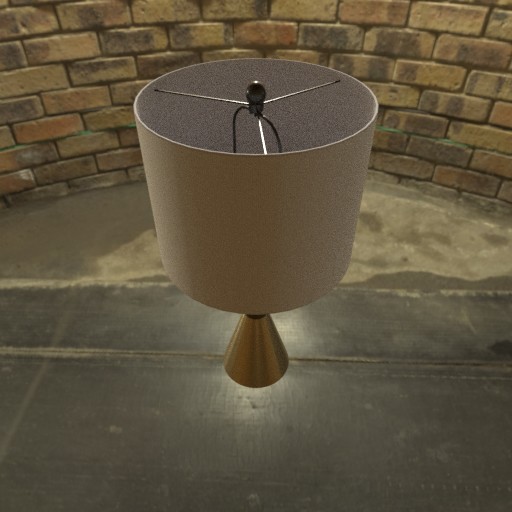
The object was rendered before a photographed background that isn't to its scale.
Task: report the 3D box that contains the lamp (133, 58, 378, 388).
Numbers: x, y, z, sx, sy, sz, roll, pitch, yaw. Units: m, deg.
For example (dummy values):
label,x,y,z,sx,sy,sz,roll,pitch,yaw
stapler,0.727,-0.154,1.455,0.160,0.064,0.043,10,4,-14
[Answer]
label,x,y,z,sx,sy,sz,roll,pitch,yaw
lamp,0.000,0.000,0.737,0.304,0.573,0.304,-26,47,-26
